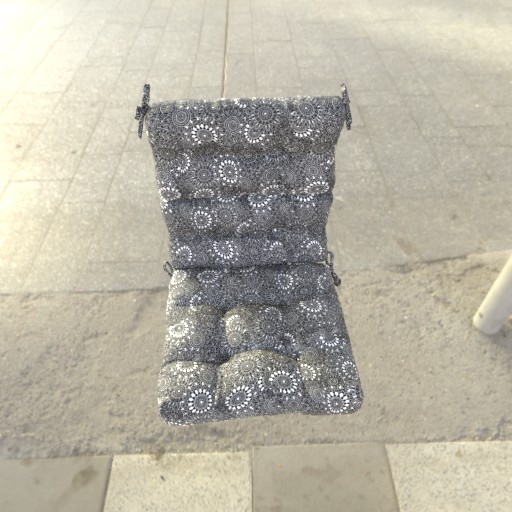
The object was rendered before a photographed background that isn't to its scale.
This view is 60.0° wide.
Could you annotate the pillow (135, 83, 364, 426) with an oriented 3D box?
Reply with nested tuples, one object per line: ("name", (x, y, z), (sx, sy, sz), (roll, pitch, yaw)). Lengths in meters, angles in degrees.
("pillow", (0.000, 0.000, 1.040), (0.519, 0.605, 0.571), (-3, 46, -3))
